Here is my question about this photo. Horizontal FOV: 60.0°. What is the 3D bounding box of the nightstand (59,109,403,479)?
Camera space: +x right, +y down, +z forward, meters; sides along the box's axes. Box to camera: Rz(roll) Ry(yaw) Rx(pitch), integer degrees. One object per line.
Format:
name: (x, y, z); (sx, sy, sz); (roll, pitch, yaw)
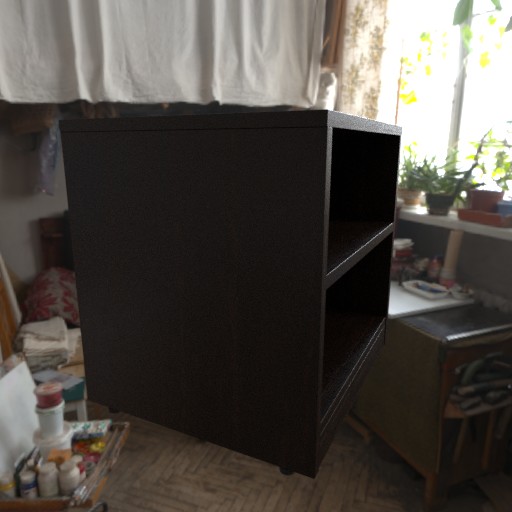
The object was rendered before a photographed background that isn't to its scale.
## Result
nightstand: (0.000, 0.000, 0.850); (0.427, 0.487, 0.489); (7, 16, 26)
